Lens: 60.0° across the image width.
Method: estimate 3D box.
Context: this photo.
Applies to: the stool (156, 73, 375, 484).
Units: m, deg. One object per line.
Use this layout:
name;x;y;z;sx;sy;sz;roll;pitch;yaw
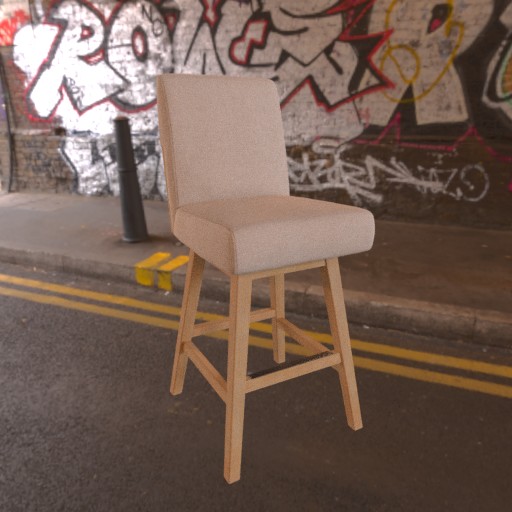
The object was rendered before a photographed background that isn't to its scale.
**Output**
stool;0.000;0.000;1.293;0.446;1.015;0.543;-9;20;-28
